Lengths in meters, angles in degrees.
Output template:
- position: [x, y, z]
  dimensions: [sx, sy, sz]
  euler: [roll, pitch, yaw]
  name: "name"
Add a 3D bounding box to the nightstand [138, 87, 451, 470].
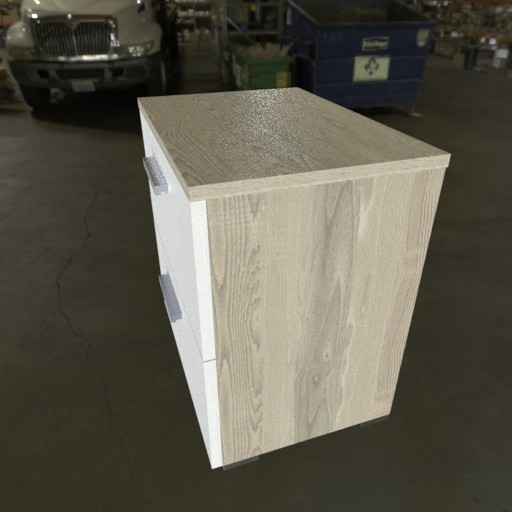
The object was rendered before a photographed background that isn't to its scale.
- position: [0.000, 0.000, 0.766]
  dimensions: [0.325, 0.461, 0.442]
  euler: [-10, 32, -16]
  name: "nightstand"
